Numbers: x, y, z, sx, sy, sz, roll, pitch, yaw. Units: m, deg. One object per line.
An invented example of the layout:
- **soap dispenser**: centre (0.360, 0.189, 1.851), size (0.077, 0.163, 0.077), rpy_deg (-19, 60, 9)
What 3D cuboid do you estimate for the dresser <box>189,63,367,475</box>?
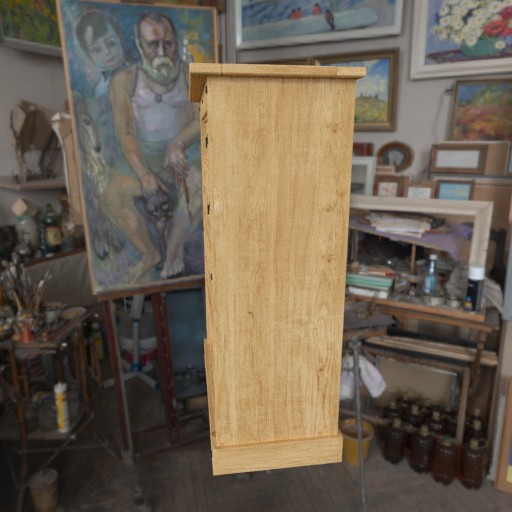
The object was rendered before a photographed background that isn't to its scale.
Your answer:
- **dresser**: centre (0.000, 0.000, 1.788), size (0.485, 1.300, 0.915), rpy_deg (-2, 15, -8)
